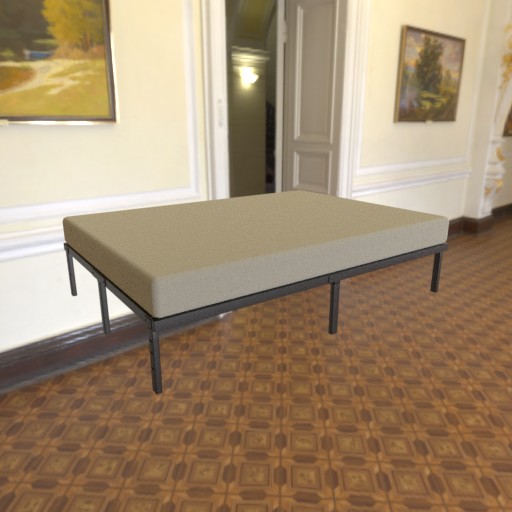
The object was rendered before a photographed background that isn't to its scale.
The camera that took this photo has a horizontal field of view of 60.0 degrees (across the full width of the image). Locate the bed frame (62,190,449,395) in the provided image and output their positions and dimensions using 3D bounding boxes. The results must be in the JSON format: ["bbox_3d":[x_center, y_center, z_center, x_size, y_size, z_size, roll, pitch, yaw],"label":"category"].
[{"bbox_3d":[0.000,0.000,3.752,2.842,0.680,2.205,-9,19,-27],"label":"bed frame"}]
